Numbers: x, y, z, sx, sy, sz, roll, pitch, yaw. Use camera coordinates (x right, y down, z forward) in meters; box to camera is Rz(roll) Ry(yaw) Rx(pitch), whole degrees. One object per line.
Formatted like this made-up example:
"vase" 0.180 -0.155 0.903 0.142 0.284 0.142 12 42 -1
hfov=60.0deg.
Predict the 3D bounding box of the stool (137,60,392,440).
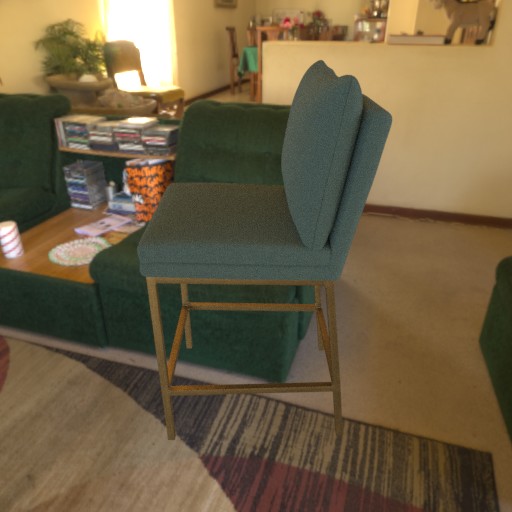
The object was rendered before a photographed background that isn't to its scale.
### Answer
"stool" 0.000 0.000 1.303 0.568 1.032 0.463 0 28 0
